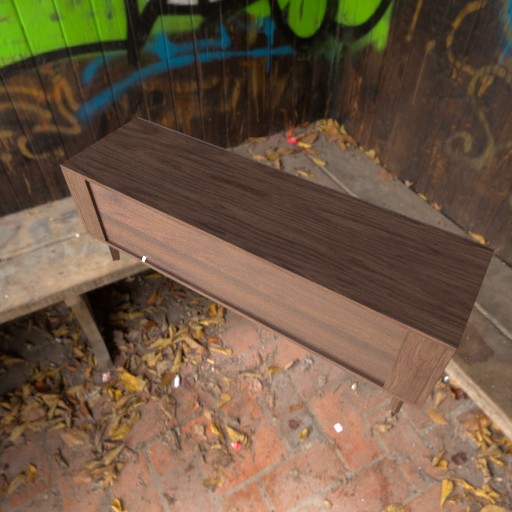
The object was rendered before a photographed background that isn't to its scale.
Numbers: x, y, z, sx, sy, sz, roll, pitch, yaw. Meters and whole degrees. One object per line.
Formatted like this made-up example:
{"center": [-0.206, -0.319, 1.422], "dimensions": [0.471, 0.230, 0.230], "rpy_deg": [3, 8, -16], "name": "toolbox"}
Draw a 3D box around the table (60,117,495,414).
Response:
{"center": [0.000, 0.000, 1.616], "dimensions": [1.397, 0.508, 0.405], "rpy_deg": [25, 51, 22], "name": "table"}
